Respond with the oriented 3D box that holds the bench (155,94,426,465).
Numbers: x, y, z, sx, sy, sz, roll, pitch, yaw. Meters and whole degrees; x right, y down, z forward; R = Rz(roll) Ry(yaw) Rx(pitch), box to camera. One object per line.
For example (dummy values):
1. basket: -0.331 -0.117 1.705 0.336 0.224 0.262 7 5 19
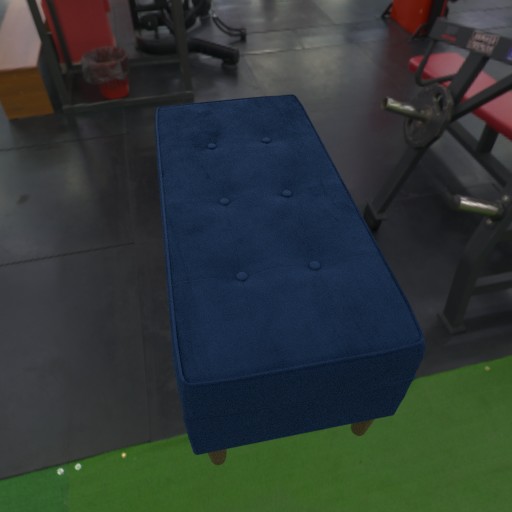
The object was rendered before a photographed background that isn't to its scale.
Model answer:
1. bench: 0.000 0.000 1.291 0.489 0.467 1.010 -8 48 -8
